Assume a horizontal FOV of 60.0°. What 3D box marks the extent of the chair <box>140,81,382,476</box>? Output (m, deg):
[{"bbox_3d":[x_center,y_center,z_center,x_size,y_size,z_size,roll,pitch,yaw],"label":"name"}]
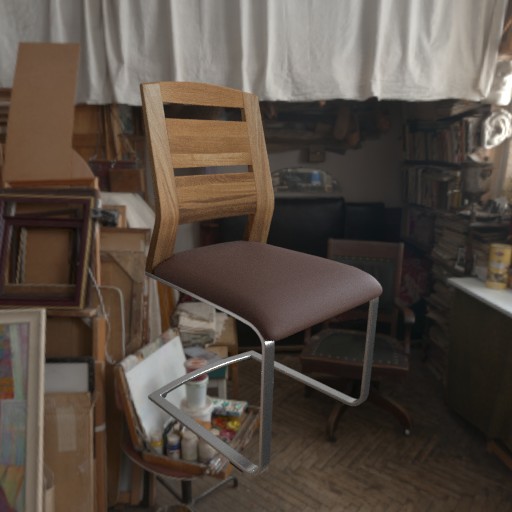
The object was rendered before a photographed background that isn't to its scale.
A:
[{"bbox_3d":[0.000,0.000,1.263,0.460,0.970,0.570,-13,19,-42],"label":"chair"}]
